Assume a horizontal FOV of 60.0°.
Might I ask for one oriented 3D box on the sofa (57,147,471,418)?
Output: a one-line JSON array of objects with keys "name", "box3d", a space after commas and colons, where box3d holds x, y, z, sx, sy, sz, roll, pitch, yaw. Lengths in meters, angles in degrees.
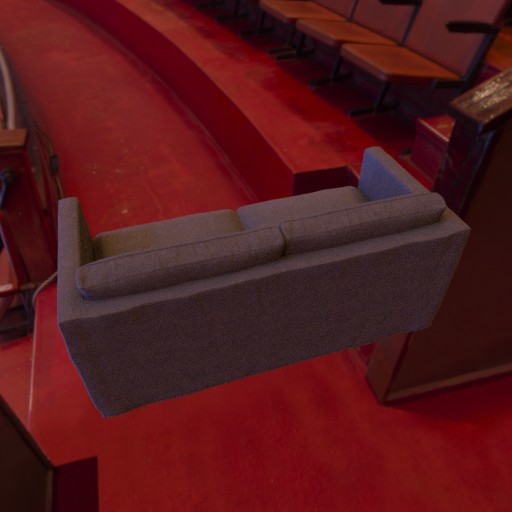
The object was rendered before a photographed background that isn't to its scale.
[{"name": "sofa", "box3d": [0.000, 0.000, 2.478, 1.982, 0.855, 0.953, -12, 43, -14]}]
